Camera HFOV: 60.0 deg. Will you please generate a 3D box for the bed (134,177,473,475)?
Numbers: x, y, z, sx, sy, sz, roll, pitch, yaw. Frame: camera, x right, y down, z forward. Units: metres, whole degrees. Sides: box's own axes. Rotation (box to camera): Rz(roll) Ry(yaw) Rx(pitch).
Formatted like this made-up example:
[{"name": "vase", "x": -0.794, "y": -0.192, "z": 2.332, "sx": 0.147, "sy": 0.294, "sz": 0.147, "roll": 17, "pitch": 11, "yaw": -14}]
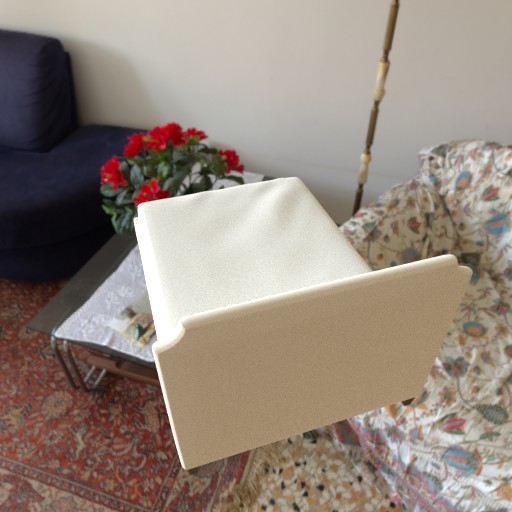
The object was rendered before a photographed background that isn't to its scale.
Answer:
[{"name": "bed", "x": 0.000, "y": 0.000, "z": 3.379, "sx": 1.712, "sy": 1.443, "sz": 2.365, "roll": -12, "pitch": 42, "yaw": -14}]
